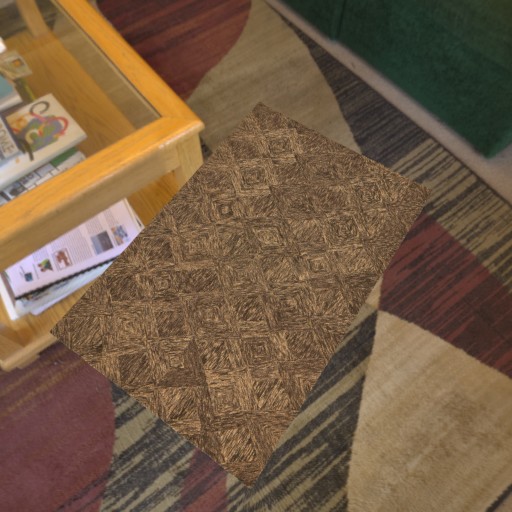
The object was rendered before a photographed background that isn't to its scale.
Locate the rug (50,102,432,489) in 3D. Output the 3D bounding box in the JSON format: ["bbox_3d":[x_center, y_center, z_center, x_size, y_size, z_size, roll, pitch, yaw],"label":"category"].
[{"bbox_3d":[0.000,0.000,2.315,1.189,0.011,1.808,32,68,14],"label":"rug"}]
